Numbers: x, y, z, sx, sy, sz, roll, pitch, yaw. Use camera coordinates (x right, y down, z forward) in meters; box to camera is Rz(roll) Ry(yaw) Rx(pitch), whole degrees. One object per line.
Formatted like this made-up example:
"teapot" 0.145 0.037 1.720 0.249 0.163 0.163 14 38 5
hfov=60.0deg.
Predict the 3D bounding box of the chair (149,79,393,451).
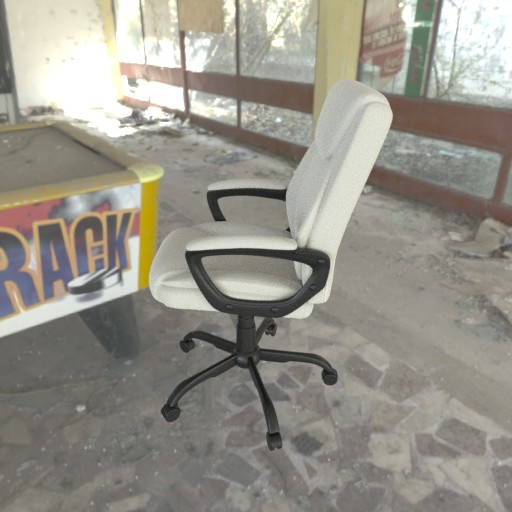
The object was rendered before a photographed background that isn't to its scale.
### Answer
"chair" 0.000 0.000 1.450 0.669 1.065 0.663 0 26 1
